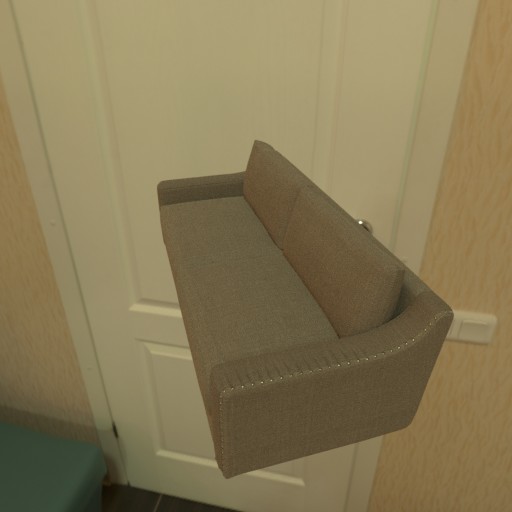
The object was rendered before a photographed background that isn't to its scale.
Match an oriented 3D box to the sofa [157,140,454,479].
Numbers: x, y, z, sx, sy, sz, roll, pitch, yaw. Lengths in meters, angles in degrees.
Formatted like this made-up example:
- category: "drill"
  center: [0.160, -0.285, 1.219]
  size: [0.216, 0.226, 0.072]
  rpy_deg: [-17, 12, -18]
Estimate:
- category: "sofa"
  center: [0.000, 0.000, 2.675]
  size: [1.000, 0.857, 2.208]
  rpy_deg: [-8, 32, -14]
